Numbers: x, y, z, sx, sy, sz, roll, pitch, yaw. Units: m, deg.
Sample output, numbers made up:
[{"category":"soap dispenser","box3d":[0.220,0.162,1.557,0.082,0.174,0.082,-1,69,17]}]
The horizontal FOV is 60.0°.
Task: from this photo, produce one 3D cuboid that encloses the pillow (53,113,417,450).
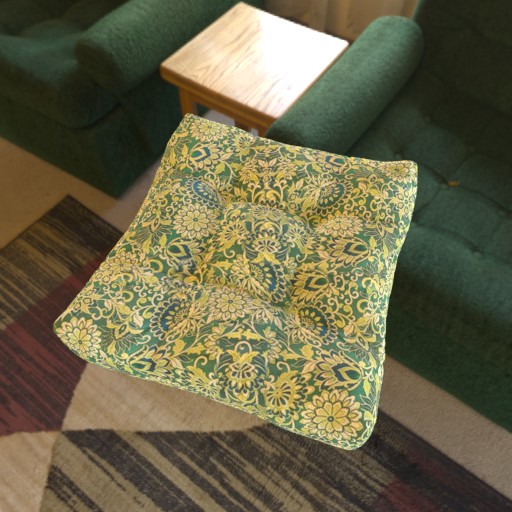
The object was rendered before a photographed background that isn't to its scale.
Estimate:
[{"category":"pillow","box3d":[0.000,0.000,0.735,0.468,0.128,0.490,16,60,9]}]
